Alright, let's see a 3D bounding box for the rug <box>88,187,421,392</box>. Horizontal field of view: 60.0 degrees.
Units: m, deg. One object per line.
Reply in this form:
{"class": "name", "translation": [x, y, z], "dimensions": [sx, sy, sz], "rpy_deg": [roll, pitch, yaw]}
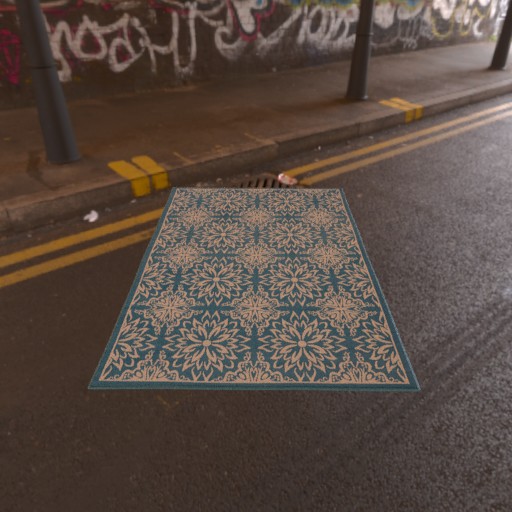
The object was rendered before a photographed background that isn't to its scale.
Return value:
{"class": "rug", "translation": [0.000, 0.000, 2.384], "dimensions": [1.211, 0.012, 1.833], "rpy_deg": [0, 32, 0]}
